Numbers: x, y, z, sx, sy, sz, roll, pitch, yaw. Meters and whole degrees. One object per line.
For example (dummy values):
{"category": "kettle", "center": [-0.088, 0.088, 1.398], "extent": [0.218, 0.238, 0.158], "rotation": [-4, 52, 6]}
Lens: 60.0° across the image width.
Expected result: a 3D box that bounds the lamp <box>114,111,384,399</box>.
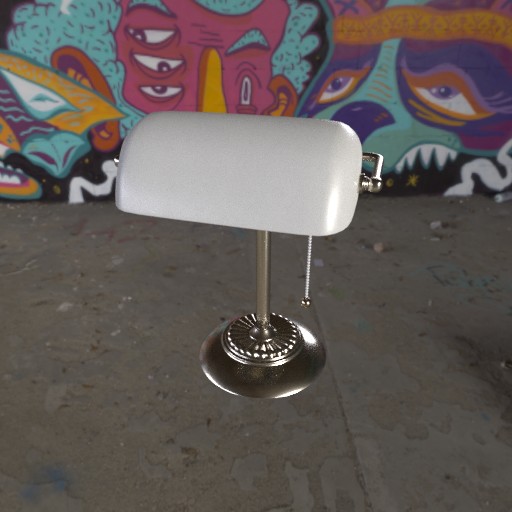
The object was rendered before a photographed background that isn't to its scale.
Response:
{"category": "lamp", "center": [0.000, 0.000, 0.522], "extent": [0.264, 0.339, 0.243], "rotation": [8, 29, 15]}
